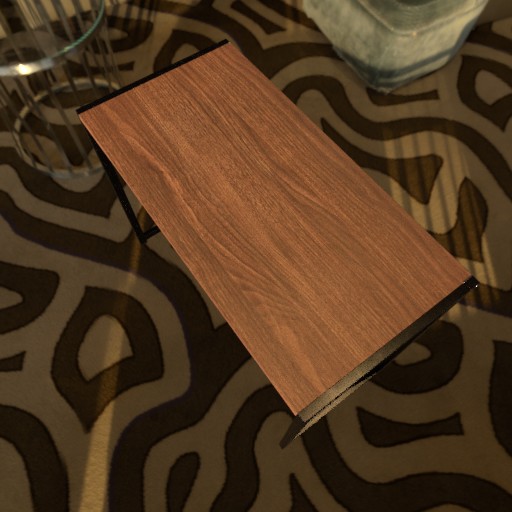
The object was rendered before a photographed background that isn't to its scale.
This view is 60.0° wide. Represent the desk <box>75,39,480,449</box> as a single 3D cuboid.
[{"bbox_3d":[0.000,0.000,1.449,0.508,0.762,1.016,-33,68,-15],"label":"desk"}]
